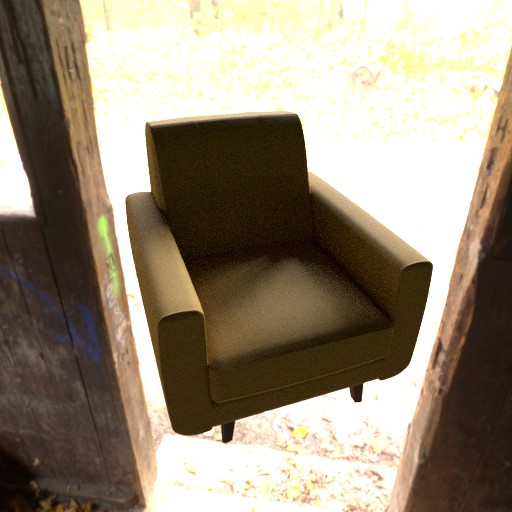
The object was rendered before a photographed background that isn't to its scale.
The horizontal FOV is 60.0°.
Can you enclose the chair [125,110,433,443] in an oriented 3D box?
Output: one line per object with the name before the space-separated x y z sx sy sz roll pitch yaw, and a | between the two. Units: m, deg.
chair | 0.000 0.000 1.593 0.831 0.841 0.909 -10 32 -17
